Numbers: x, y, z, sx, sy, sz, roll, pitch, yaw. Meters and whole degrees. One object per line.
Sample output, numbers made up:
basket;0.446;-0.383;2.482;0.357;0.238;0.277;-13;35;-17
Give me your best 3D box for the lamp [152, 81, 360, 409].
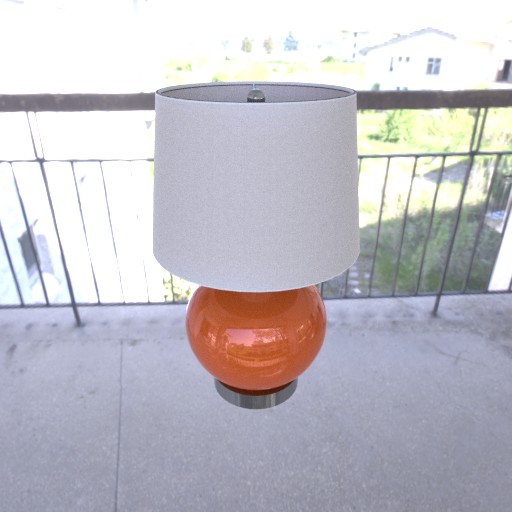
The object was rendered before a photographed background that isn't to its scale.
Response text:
lamp;0.000;0.000;0.546;0.247;0.387;0.247;0;26;0
